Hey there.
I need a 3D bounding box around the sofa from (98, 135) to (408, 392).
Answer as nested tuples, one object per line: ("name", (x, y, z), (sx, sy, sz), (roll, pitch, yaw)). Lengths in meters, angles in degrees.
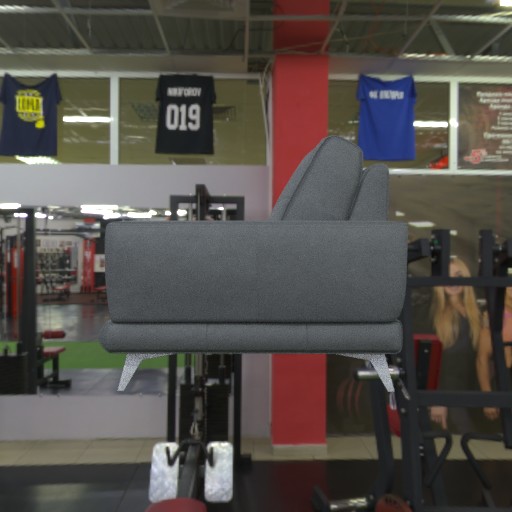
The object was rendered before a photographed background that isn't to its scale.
("sofa", (0.000, 0.000, 2.300), (1.018, 0.907, 1.806), (0, 0, 0))
